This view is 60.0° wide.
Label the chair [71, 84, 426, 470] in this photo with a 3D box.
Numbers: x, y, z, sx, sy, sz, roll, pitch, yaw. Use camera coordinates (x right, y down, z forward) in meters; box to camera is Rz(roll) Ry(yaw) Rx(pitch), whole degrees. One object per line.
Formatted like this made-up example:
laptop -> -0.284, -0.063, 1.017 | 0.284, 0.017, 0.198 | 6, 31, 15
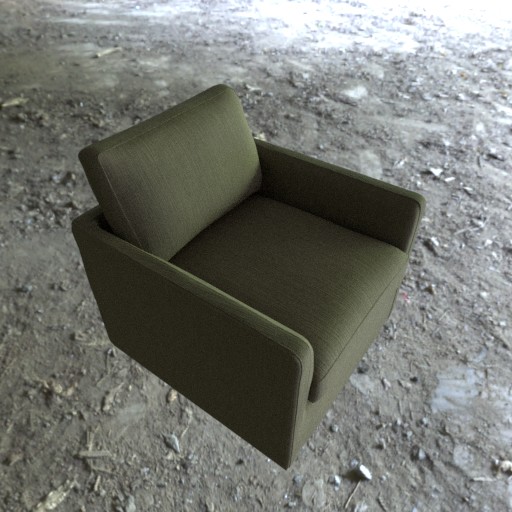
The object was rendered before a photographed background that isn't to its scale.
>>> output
chair -> 0.000, 0.000, 1.451 | 0.834, 0.811, 0.763 | 26, 48, 26
